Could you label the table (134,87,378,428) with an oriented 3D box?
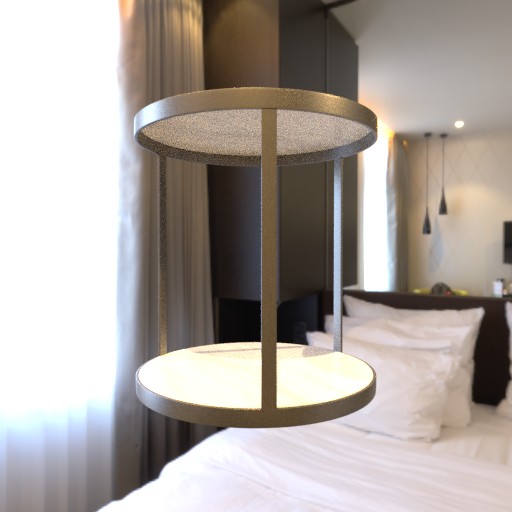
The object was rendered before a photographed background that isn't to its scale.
[{"bbox_3d":[0.000,0.000,0.843,0.445,0.479,0.445,0,1,0],"label":"table"}]
